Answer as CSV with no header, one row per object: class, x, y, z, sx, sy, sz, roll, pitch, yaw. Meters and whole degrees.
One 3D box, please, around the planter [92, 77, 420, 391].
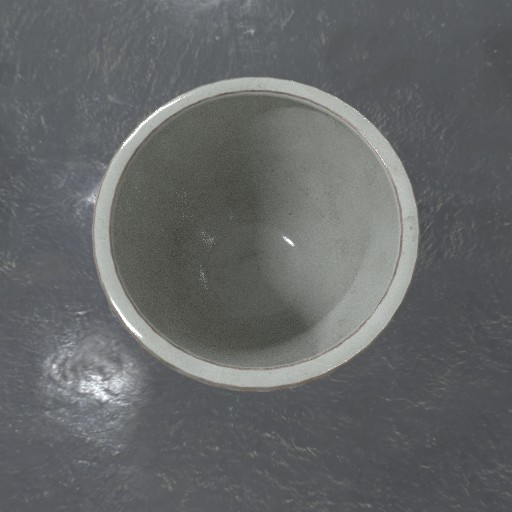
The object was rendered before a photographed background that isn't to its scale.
planter,0.000,0.000,0.247,0.139,0.130,0.139,0,76,0
